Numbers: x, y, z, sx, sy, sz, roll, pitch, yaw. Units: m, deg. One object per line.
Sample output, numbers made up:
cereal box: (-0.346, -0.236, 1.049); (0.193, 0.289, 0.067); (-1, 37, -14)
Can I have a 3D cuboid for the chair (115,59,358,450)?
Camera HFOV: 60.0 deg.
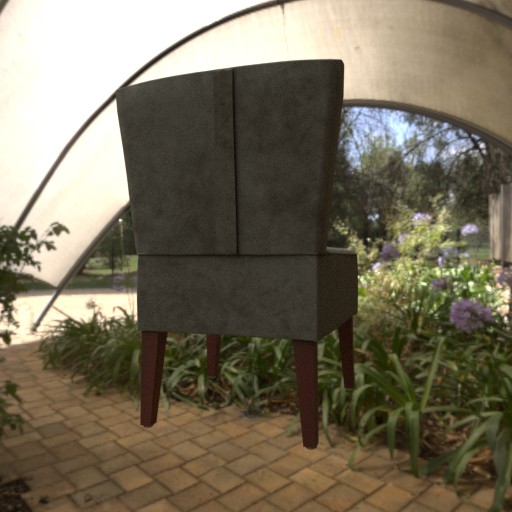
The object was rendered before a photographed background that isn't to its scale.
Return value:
chair: (0.000, 0.000, 1.194); (0.521, 0.806, 0.554); (0, 0, 18)
